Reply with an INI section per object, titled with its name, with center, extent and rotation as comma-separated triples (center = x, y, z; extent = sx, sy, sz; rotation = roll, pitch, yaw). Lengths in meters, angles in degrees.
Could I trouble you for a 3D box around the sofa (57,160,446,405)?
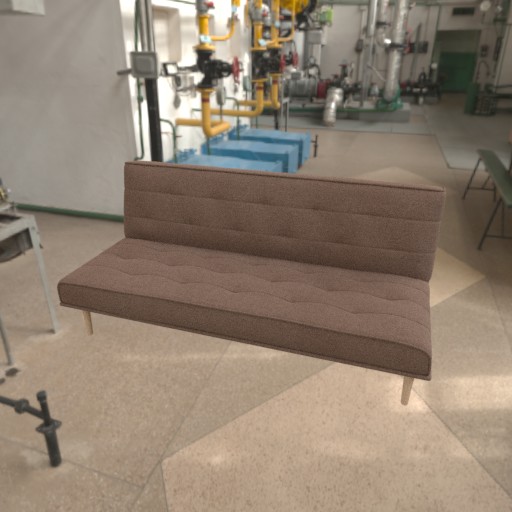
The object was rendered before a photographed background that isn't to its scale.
[sofa]
center = 0.000, 0.000, 2.387
extent = 1.820, 0.810, 1.038
rotation = 8, 27, 17
